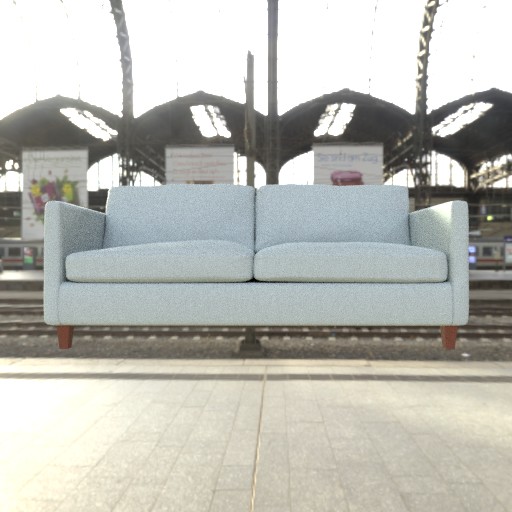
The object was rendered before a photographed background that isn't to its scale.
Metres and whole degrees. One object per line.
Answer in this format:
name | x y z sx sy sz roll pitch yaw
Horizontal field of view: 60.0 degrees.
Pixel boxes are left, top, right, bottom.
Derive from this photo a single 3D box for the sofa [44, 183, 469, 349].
sofa | 0.000 0.000 2.714 2.208 0.965 0.951 0 0 0
